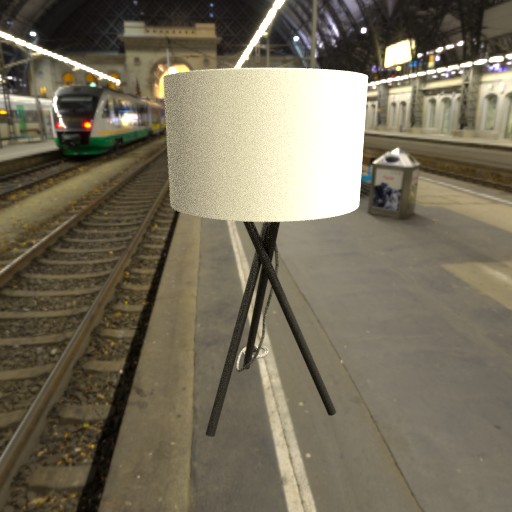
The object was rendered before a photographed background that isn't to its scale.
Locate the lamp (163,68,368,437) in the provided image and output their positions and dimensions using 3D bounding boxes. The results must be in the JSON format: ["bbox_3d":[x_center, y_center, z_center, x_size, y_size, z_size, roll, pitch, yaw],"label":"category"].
[{"bbox_3d":[0.000,0.000,0.911,0.353,0.674,0.422,-9,19,-26],"label":"lamp"}]
